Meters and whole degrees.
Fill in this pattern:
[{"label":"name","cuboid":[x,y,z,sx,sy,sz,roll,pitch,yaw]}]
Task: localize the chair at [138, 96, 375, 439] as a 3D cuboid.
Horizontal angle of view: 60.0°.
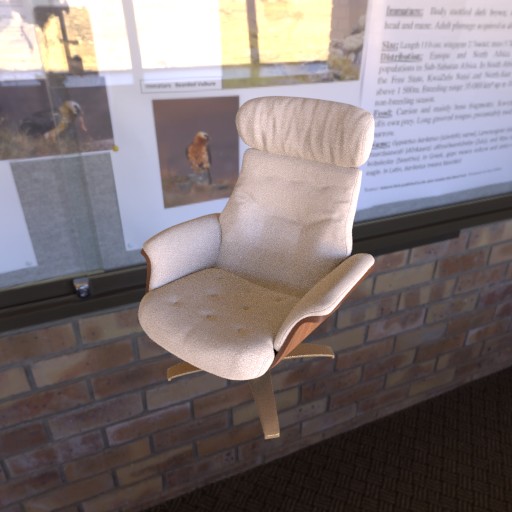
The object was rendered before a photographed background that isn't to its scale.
[{"label":"chair","cuboid":[0.000,0.000,1.610,0.785,0.995,0.837,19,34,30]}]
